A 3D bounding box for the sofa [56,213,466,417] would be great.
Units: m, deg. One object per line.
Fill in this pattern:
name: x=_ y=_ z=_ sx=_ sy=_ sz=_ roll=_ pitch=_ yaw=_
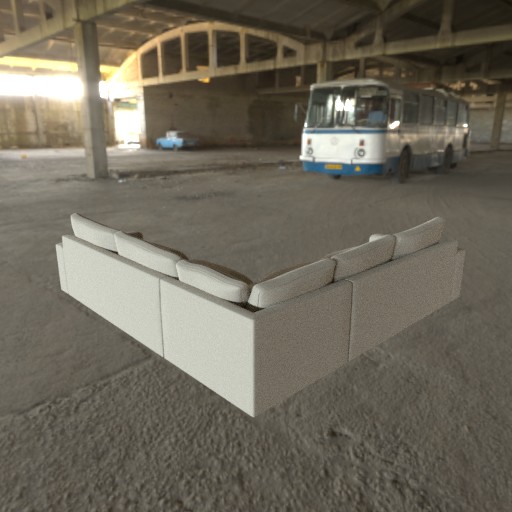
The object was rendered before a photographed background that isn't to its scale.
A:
sofa: x=0.000 y=0.000 z=4.804 sx=3.066 sy=0.918 sz=3.206 roll=-15 pitch=22 yaw=-41
